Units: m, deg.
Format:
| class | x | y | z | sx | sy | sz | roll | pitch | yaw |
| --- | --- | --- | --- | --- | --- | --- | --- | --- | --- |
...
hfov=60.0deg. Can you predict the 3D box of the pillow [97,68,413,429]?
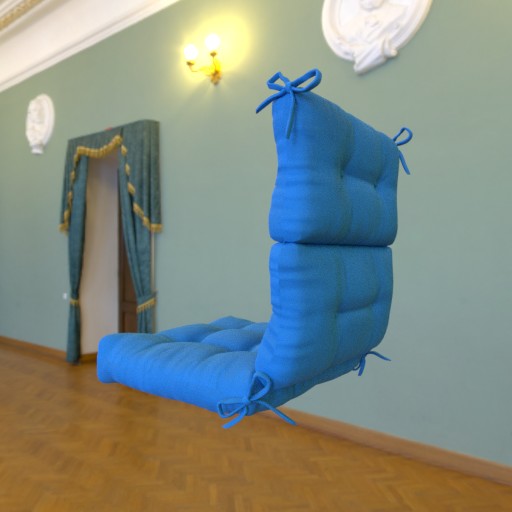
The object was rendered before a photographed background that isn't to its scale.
| class | x | y | z | sx | sy | sz | roll | pitch | yaw |
| --- | --- | --- | --- | --- | --- | --- | --- | --- | --- |
| pillow | 0.000 | 0.000 | 1.010 | 0.571 | 0.605 | 0.519 | 0 | 0 | 36 |
